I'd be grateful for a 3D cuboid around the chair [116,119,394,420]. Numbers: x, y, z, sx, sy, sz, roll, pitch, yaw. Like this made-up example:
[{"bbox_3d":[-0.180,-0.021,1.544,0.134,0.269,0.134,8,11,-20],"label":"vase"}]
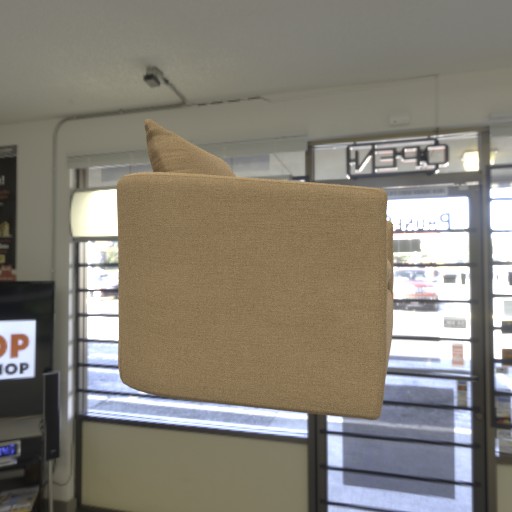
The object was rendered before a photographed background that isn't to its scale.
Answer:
[{"bbox_3d":[0.000,0.000,1.553,0.910,0.848,0.845,0,-1,18],"label":"chair"}]
